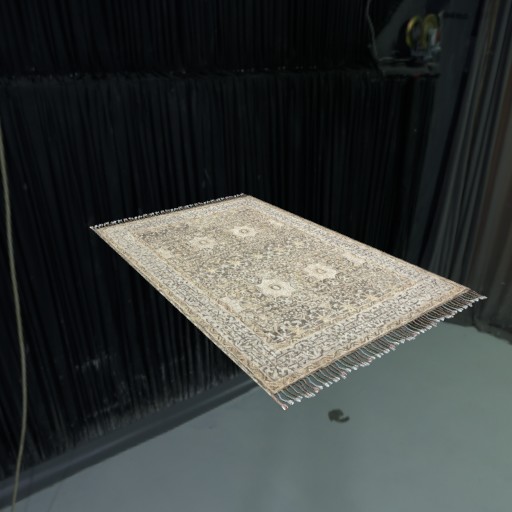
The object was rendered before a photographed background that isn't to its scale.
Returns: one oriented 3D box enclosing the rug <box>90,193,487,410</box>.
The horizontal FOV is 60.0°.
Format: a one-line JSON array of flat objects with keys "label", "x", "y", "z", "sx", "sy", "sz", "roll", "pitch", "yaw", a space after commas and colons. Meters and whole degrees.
[{"label": "rug", "x": 0.000, "y": 0.000, "z": 2.507, "sx": 1.237, "sy": 0.010, "sz": 2.029, "roll": -17, "pitch": 30, "yaw": -32}]
